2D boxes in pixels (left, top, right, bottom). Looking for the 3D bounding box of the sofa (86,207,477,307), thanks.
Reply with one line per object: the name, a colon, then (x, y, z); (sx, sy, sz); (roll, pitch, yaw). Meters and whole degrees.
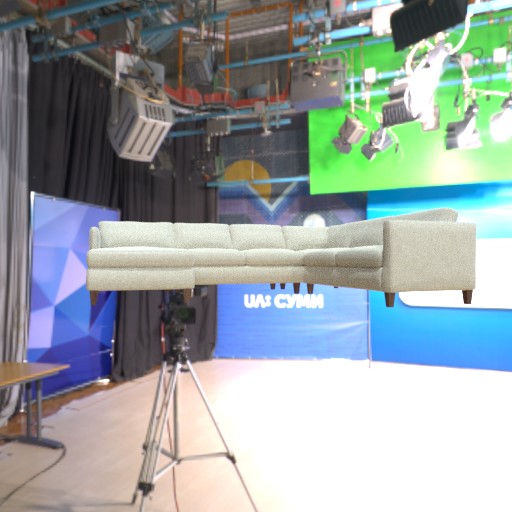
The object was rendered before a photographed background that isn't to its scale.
sofa: (0.000, 0.000, 4.505); (3.238, 0.853, 2.551); (0, -1, -18)
